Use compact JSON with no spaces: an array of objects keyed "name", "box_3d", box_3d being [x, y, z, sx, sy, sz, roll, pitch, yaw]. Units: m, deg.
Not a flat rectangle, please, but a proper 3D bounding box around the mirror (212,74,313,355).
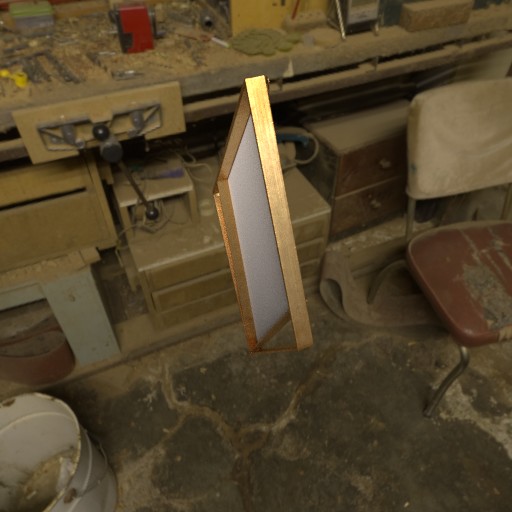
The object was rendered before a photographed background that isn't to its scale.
[{"name":"mirror","box_3d":[0.000,0.000,0.821,0.032,0.679,0.419,-17,49,-15]}]
